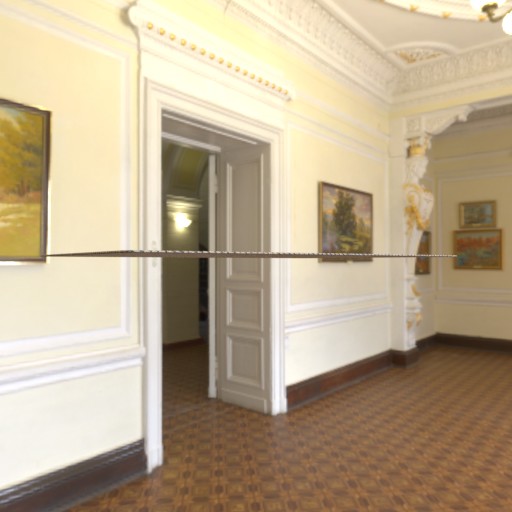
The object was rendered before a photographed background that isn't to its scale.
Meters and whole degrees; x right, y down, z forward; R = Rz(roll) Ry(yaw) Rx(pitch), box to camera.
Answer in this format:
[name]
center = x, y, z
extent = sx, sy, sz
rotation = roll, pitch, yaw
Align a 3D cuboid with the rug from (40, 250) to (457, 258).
[rug]
center = 0.000, 0.000, 2.201
extent = 1.752, 0.008, 1.144
rotation = 1, -1, -37
